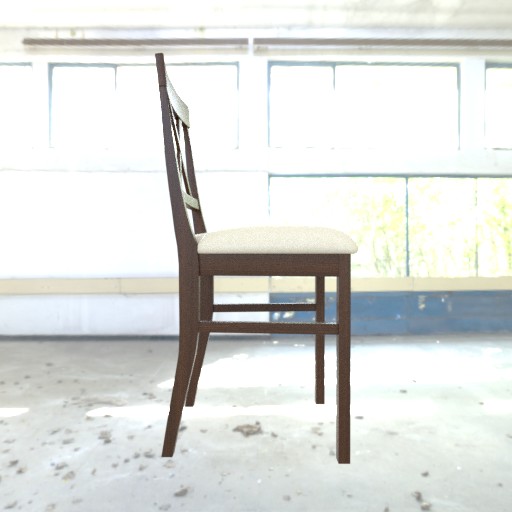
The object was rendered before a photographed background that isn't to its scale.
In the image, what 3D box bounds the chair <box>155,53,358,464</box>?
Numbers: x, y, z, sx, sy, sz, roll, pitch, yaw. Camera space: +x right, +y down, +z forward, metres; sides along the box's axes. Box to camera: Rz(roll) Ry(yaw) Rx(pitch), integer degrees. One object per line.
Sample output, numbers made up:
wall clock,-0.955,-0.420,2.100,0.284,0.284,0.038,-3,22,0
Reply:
chair,0.000,0.000,1.182,0.480,0.913,0.440,0,1,0
